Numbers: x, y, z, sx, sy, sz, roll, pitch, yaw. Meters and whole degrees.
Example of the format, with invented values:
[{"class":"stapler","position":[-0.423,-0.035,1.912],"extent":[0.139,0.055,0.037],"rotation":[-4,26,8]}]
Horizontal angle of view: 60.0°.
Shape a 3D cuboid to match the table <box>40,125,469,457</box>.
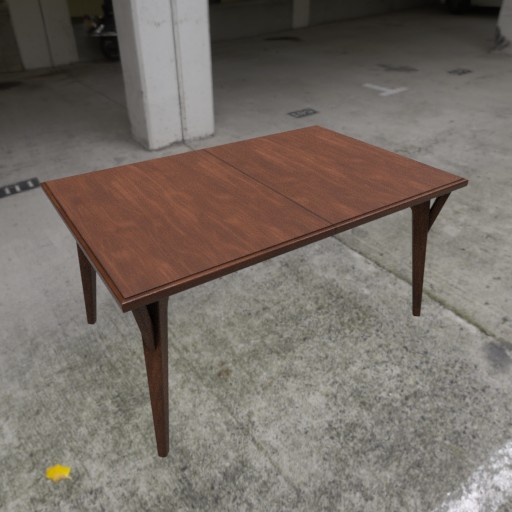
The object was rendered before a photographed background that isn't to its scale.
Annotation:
[{"class":"table","position":[0.000,0.000,2.078],"extent":[1.524,0.761,0.990],"rotation":[-20,37,-28]}]
